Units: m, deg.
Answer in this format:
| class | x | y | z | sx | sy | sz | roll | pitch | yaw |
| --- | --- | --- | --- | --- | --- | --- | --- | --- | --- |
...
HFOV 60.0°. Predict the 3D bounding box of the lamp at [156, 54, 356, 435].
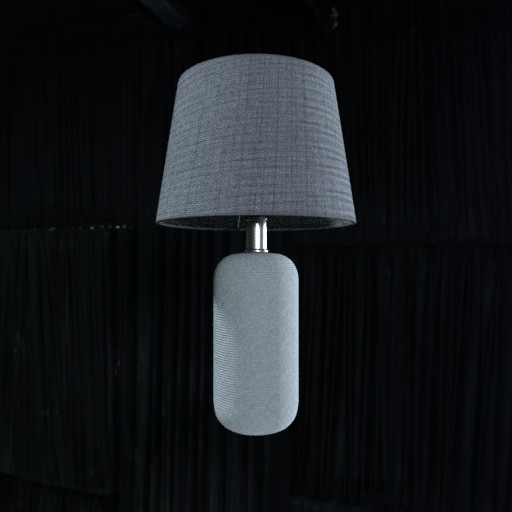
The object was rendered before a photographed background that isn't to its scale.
| class | x | y | z | sx | sy | sz | roll | pitch | yaw |
| --- | --- | --- | --- | --- | --- | --- | --- | --- | --- |
| lamp | 0.000 | 0.000 | 0.569 | 0.251 | 0.429 | 0.251 | 0 | 0 | 0 |
